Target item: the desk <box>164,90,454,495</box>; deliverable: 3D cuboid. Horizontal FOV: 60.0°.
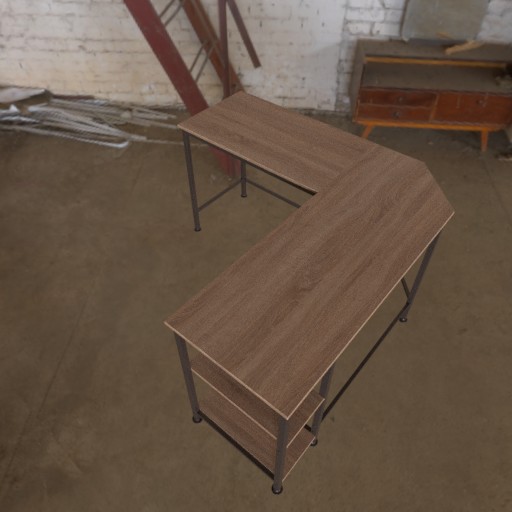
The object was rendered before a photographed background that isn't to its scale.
[{"bbox_3d":[0.000,0.000,2.149,1.379,0.739,1.379,31,53,26],"label":"desk"}]
